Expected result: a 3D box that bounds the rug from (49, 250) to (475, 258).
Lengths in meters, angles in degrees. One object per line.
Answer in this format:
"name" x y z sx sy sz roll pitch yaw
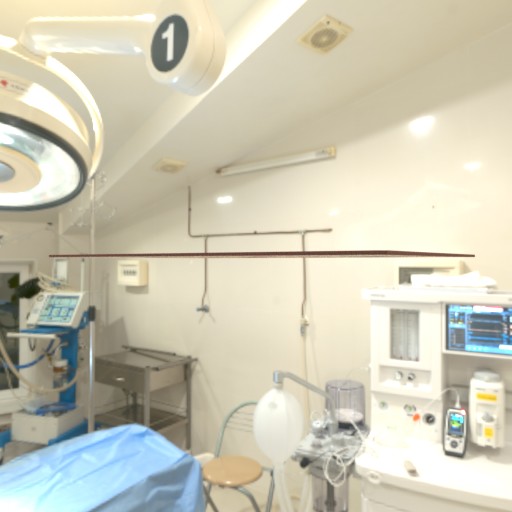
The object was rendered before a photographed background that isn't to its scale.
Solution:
"rug" 0.000 0.000 5.703 4.578 0.033 3.033 0 -1 37
